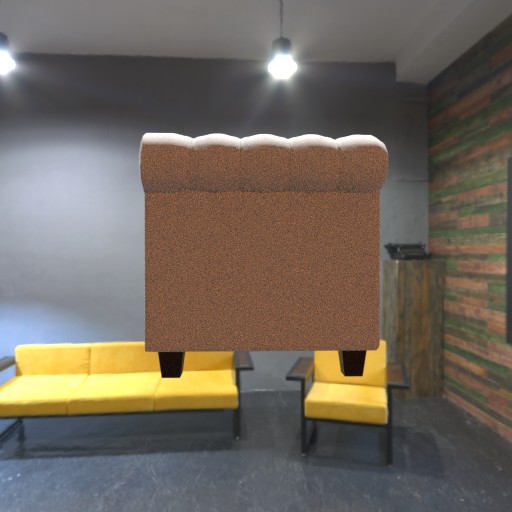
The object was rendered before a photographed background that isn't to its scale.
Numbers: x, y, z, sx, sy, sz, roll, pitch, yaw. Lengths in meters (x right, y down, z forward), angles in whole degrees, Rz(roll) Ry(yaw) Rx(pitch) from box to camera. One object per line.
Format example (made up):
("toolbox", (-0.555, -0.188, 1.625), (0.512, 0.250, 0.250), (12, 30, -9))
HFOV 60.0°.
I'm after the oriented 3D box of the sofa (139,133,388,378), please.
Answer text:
("sofa", (0.000, 0.000, 2.225), (0.771, 0.796, 1.798), (0, 0, -2))
